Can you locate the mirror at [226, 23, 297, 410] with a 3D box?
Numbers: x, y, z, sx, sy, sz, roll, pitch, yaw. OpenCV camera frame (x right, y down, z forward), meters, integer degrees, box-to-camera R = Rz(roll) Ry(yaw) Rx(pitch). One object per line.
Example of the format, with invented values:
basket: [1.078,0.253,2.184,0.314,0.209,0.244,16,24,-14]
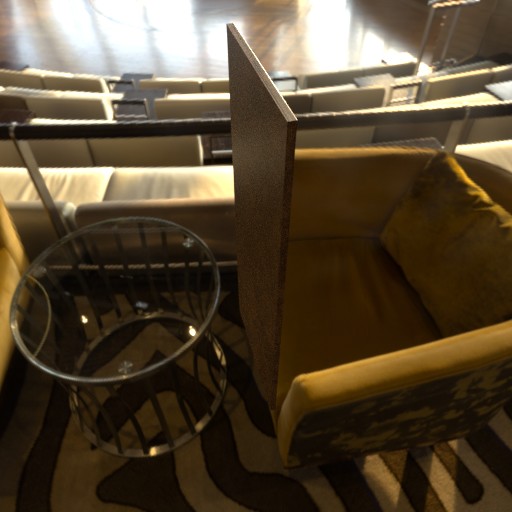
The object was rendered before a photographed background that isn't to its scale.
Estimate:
mirror: [0.000,0.000,2.341,0.032,2.031,0.812,-12,48,-11]
